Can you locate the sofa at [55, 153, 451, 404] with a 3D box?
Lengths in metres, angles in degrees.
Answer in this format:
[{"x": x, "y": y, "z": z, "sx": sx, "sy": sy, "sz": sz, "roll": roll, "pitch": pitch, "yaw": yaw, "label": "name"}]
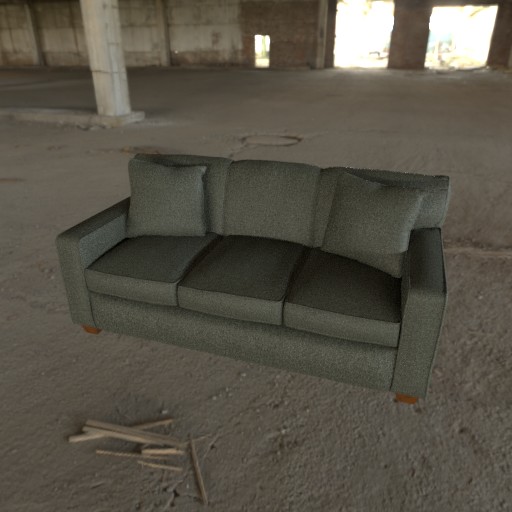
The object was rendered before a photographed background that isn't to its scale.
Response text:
[{"x": 0.000, "y": 0.000, "z": 2.580, "sx": 2.024, "sy": 0.958, "sz": 0.997, "roll": 8, "pitch": 27, "yaw": 17, "label": "sofa"}]
